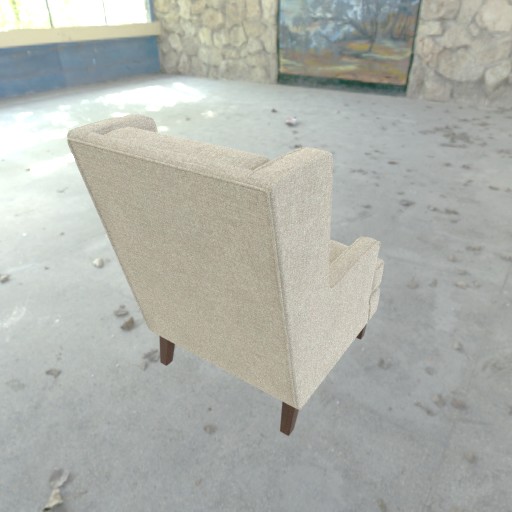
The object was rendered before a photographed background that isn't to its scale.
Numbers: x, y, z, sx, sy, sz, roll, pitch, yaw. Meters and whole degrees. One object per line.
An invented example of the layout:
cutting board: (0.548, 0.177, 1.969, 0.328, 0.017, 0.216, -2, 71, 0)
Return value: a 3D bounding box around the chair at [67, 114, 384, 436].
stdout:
chair: (0.000, 0.000, 1.748, 0.764, 1.082, 0.948, 20, 36, 30)
